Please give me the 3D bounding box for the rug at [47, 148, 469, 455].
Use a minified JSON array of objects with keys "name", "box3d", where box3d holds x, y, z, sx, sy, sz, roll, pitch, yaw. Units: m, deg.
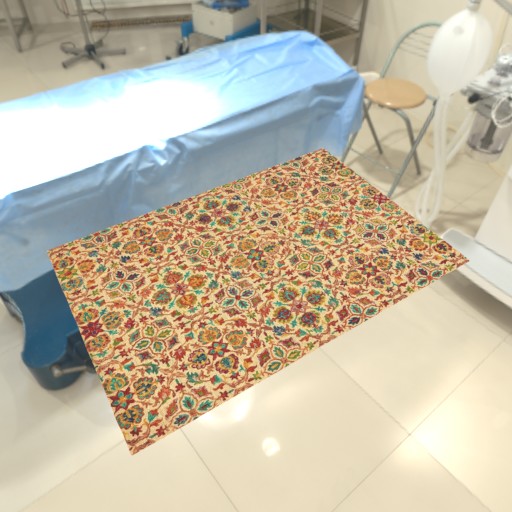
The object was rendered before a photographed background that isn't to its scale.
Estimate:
[{"name":"rug","box3d":[0.000,0.000,2.310,1.838,0.013,1.226,-24,51,-21]}]
